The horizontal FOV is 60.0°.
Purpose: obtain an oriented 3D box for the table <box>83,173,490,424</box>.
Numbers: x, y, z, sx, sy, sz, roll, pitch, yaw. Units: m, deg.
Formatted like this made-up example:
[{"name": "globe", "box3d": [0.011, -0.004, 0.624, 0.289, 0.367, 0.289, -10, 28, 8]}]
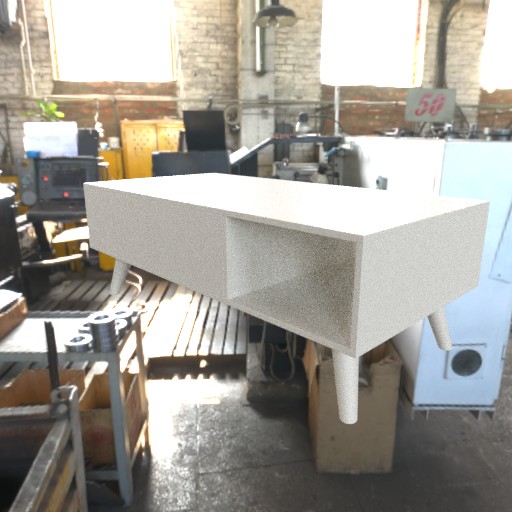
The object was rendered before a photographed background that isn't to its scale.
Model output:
[{"name": "table", "box3d": [0.000, 0.000, 1.467, 0.609, 0.432, 1.194, -14, 21, -42]}]
